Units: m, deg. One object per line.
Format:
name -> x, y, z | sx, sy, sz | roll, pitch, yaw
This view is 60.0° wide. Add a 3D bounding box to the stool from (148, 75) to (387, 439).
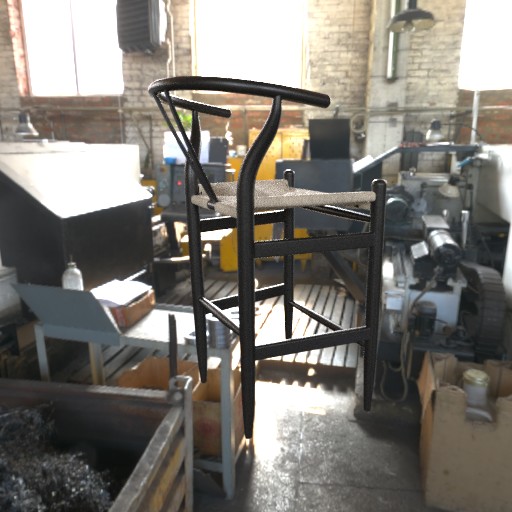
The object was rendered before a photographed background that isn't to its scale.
stool -> 0.000, 0.000, 1.348 | 0.579, 0.970, 0.569 | -8, 16, -27
